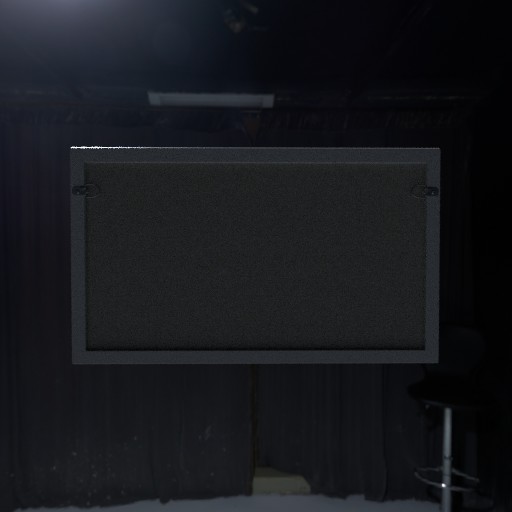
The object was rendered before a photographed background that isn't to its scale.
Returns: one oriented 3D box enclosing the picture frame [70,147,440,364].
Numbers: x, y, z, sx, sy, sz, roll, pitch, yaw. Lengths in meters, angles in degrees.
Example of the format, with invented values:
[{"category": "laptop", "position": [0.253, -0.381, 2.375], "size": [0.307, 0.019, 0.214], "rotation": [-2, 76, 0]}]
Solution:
[{"category": "picture frame", "position": [0.000, 0.000, 0.797], "size": [0.647, 0.379, 0.044], "rotation": [0, 1, -1]}]
